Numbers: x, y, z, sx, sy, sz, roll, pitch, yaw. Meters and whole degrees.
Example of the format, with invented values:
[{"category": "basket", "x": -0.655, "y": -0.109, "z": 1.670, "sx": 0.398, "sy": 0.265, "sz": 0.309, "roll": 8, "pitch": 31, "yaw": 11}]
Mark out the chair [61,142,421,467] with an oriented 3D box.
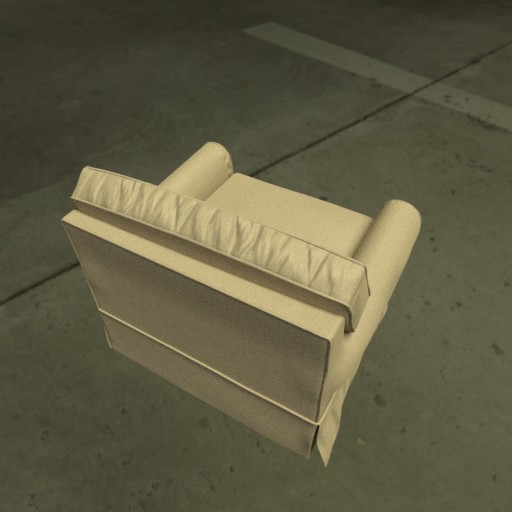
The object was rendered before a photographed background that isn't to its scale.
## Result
[{"category": "chair", "x": 0.000, "y": 0.000, "z": 1.784, "sx": 1.096, "sy": 0.937, "sz": 0.903, "roll": 22, "pitch": 49, "yaw": 21}]
